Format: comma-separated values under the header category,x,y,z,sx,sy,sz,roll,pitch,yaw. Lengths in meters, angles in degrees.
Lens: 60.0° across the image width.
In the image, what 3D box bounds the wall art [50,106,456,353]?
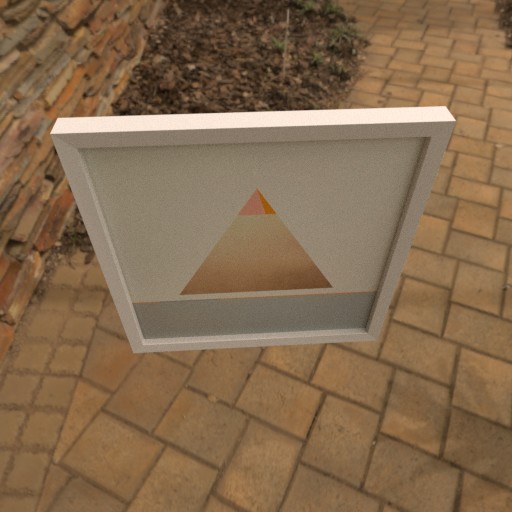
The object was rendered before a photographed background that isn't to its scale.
category,x,y,z,sx,sy,sz,roll,pitch,yaw
wall art,0.000,0.000,1.907,1.289,1.291,0.098,-3,47,-2
